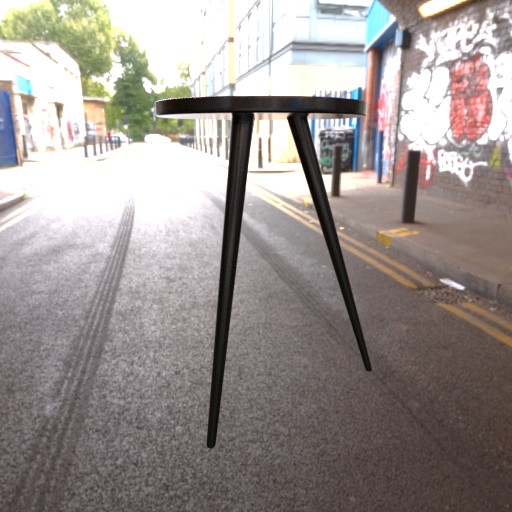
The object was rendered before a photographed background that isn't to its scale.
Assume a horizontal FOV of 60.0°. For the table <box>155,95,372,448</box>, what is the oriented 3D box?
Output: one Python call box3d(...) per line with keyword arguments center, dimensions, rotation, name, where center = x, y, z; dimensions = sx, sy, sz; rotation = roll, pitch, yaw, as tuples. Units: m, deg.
box3d(center=(0.000, 0.000, 0.839), dimensions=(0.403, 0.548, 0.415), rotation=(8, 17, 26), name="table")
